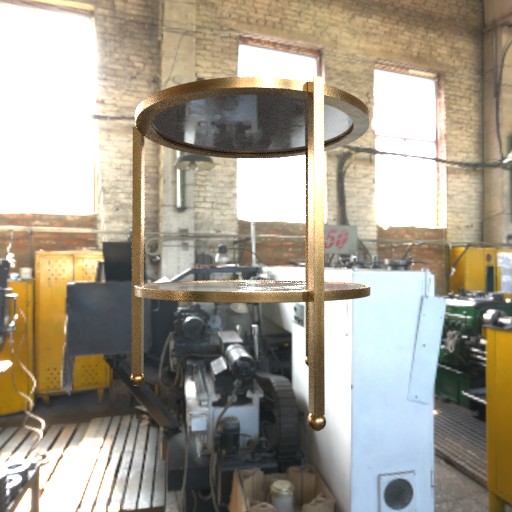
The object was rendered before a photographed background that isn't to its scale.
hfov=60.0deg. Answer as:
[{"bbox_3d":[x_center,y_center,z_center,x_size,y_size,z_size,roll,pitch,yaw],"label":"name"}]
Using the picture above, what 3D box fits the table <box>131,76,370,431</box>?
[{"bbox_3d":[0.000,0.000,0.455,0.231,0.269,0.243,-1,-1,36],"label":"table"}]
